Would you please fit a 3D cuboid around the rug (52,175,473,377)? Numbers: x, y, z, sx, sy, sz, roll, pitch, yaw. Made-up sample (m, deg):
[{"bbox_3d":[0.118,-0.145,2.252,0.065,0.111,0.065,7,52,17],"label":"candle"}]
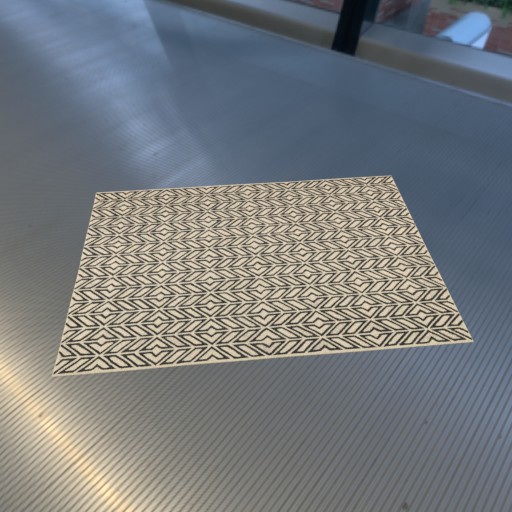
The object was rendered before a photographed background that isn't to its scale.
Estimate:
[{"bbox_3d":[0.000,0.000,2.324,1.828,0.007,1.220,-4,47,-4],"label":"rug"}]
